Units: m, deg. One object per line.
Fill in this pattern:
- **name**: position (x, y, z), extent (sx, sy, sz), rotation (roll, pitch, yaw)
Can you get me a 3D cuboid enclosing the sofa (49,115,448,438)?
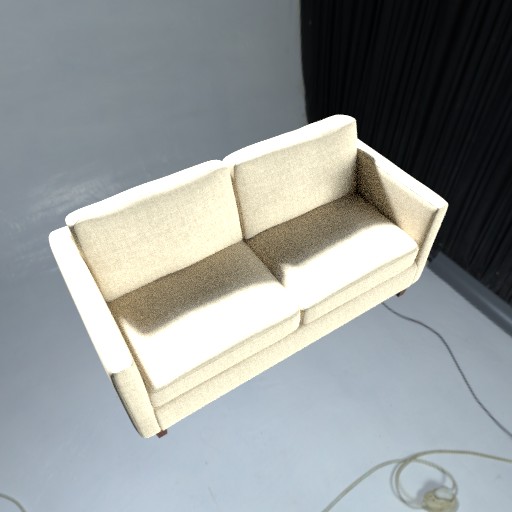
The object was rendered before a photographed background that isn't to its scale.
- **sofa**: position (0.000, 0.000, 2.456), extent (1.884, 0.963, 0.950), rotation (-25, 52, -22)
